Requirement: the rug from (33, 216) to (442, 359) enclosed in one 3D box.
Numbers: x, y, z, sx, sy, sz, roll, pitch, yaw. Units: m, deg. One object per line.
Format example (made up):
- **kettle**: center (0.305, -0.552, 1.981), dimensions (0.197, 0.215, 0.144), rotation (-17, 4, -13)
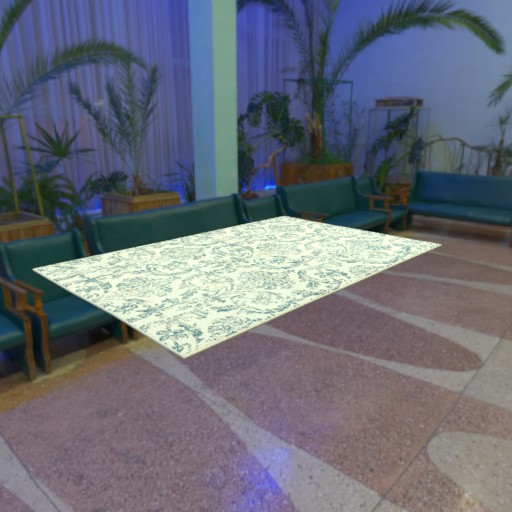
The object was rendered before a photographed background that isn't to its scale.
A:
- **rug**: center (0.000, 0.000, 3.515), dimensions (1.819, 0.018, 2.746), rotation (15, 22, 42)
